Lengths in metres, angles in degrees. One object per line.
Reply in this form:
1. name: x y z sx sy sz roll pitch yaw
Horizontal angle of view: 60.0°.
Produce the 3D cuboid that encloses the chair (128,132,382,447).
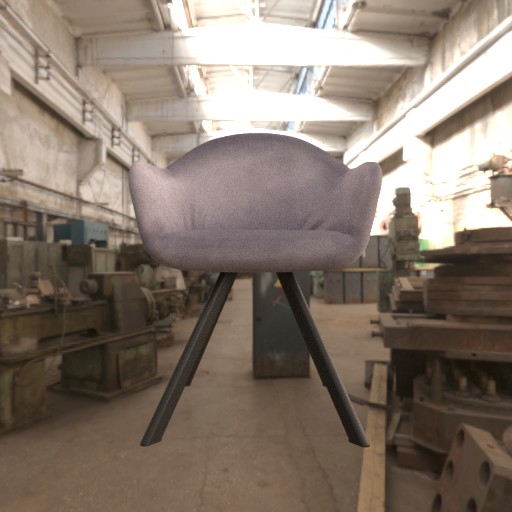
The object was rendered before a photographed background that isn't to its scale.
1. chair: 0.000 0.000 1.176 0.570 0.780 0.540 0 0 1
